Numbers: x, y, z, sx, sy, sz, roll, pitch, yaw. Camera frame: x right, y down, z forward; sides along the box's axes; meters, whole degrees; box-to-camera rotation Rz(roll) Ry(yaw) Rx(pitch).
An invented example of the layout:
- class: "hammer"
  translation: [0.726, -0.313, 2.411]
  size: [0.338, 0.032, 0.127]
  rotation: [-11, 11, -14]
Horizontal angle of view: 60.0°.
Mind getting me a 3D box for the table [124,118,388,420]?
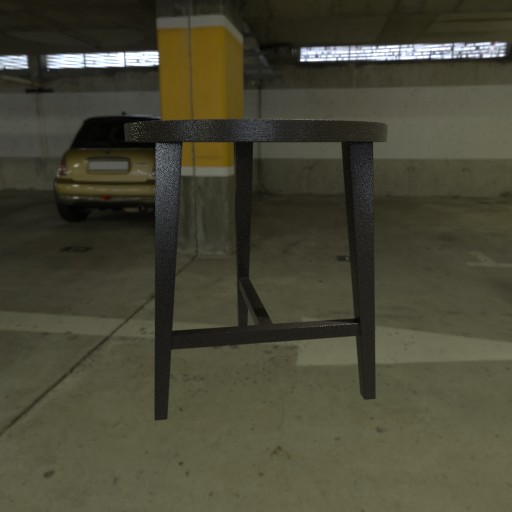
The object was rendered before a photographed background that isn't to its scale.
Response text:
- class: "table"
  translation: [0.000, 0.000, 0.939]
  size: [0.500, 0.531, 0.500]
  rotation: [0, 14, 0]
